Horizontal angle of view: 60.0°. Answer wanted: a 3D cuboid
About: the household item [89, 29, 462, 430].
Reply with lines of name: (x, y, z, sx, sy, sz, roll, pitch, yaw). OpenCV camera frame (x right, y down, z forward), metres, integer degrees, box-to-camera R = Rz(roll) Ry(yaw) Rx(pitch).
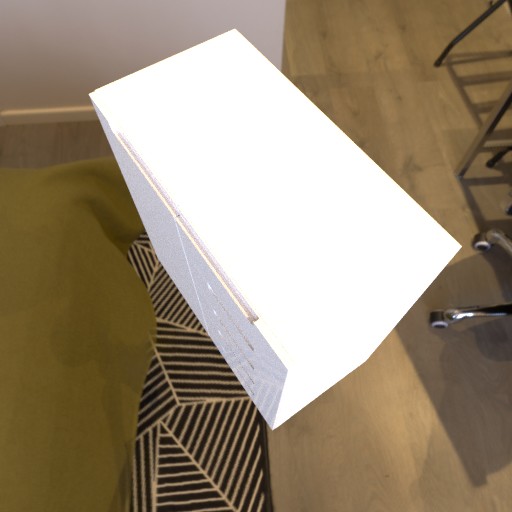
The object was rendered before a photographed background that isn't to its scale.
household item: (0.000, 0.000, 1.343, 0.420, 0.870, 0.800, -31, 66, -15)
